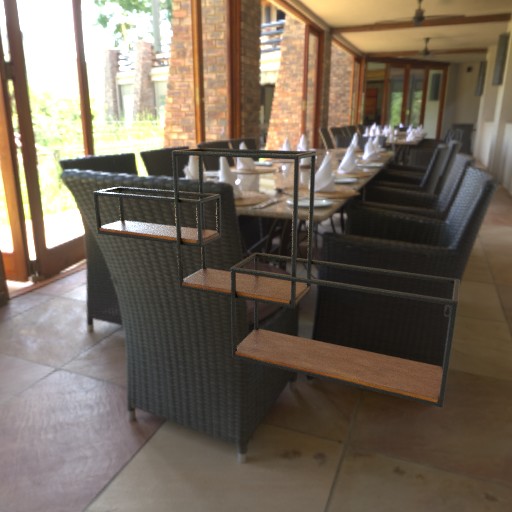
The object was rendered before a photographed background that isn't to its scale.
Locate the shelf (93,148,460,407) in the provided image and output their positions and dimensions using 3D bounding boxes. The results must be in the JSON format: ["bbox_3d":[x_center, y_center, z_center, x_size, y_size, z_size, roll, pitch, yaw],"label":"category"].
[{"bbox_3d":[0.000,0.000,2.115,1.781,0.972,0.275,8,19,24],"label":"shelf"}]
